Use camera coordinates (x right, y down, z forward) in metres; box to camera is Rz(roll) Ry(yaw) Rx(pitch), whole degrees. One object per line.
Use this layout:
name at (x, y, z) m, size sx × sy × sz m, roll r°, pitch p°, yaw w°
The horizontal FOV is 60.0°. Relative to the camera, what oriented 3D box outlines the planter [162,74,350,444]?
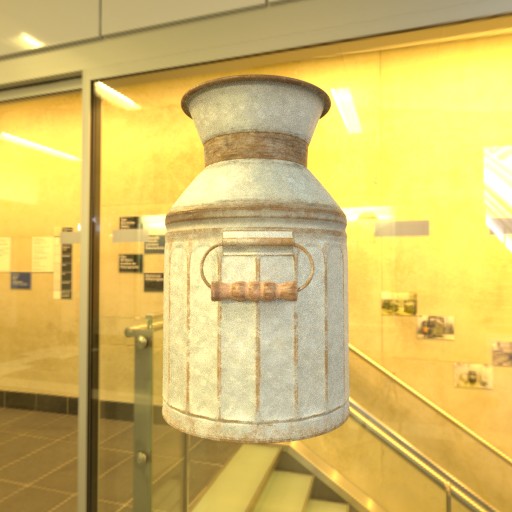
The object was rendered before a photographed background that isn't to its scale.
planter at (0.000, 0.000, 0.523) m, size 0.215 × 0.358 × 0.248 m, roll 0°, pitch -1°, yaw -1°
